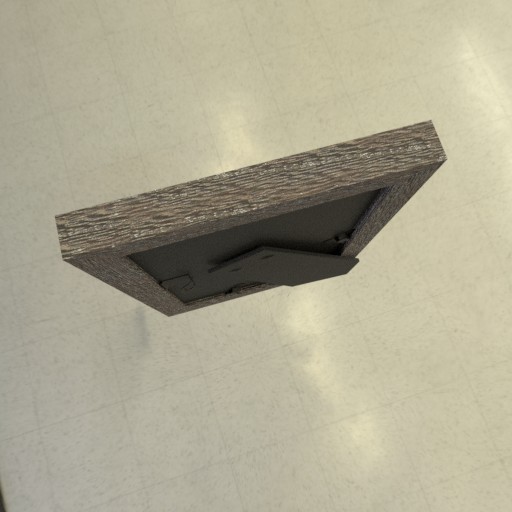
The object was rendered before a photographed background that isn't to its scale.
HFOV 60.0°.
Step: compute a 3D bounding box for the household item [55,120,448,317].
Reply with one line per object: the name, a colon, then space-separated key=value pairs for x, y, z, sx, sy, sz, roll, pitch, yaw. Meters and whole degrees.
household item: x=0.000 y=0.000 z=0.236 sx=0.133 sy=0.180 sz=0.020 roll=-15 pitch=77 yaw=-4
